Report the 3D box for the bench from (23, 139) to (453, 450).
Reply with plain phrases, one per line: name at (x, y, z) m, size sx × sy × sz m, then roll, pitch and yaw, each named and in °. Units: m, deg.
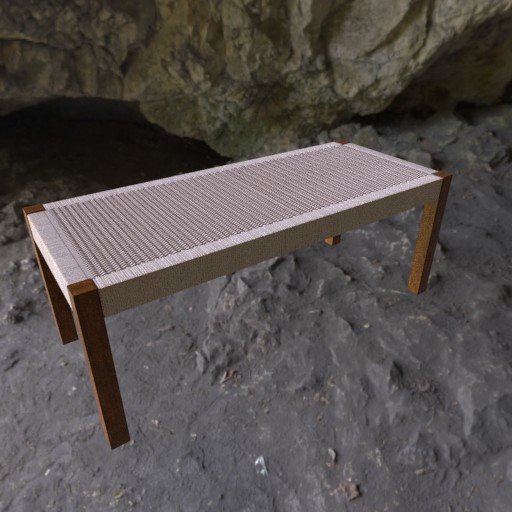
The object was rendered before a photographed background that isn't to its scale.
bench at (0.000, 0.000, 1.436) m, size 1.198 × 0.457 × 0.507 m, roll -19°, pitch 35°, yaw -29°
